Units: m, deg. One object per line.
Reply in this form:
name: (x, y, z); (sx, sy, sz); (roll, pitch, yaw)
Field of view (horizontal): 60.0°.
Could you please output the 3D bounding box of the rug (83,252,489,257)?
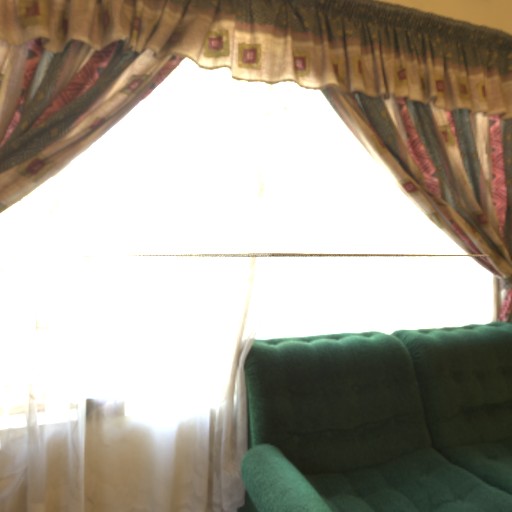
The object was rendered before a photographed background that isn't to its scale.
rug: (0.000, 0.000, 2.873); (1.555, 0.011, 2.232); (0, 0, -37)
